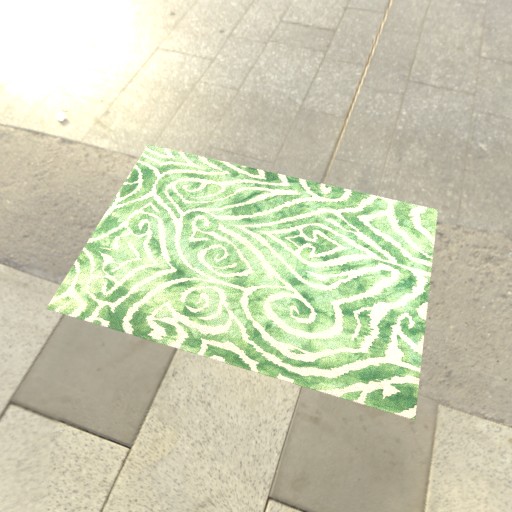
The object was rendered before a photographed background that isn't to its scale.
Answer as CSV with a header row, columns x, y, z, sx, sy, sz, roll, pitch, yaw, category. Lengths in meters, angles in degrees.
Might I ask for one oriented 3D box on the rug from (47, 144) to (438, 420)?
x,y,z,sx,sy,sz,roll,pitch,yaw,category
0.000,0.000,2.393,1.826,0.006,1.220,14,59,9,rug
